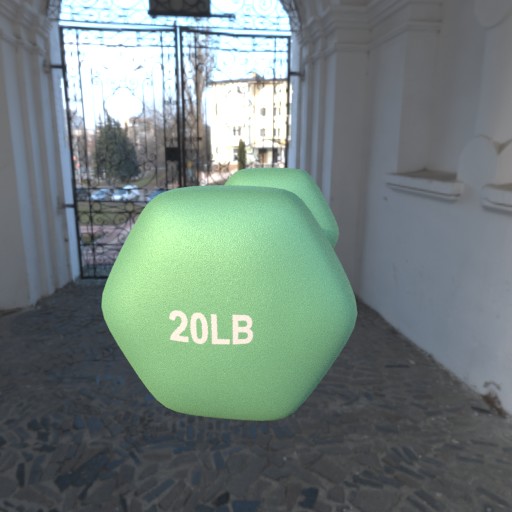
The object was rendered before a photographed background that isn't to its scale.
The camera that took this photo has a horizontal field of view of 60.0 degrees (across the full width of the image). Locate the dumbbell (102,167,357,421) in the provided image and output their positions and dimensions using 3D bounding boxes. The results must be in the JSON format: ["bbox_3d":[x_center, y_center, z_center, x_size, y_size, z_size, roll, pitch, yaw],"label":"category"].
[{"bbox_3d":[0.000,0.000,0.321,0.129,0.117,0.260,2,14,8],"label":"dumbbell"}]
